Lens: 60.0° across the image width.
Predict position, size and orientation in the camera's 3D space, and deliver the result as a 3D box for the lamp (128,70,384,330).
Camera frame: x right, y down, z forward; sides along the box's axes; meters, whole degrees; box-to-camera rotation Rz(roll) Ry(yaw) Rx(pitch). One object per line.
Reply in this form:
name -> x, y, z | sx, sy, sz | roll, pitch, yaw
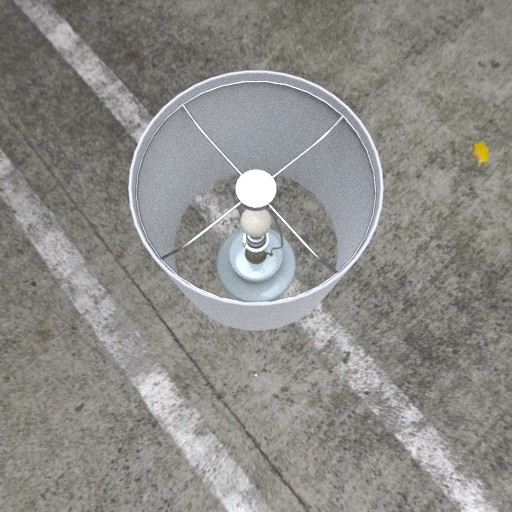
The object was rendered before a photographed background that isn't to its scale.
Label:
lamp -> 0.000, 0.000, 0.606 | 0.212, 0.493, 0.212 | -39, 78, -10
